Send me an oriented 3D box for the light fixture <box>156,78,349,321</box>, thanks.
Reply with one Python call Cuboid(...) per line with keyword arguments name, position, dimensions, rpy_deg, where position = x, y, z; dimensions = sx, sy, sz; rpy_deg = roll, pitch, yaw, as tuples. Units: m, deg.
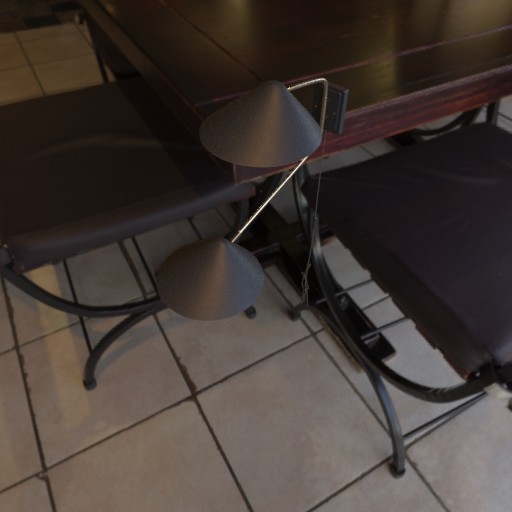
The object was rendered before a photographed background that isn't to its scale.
Cuboid(name="light fixture", position=(0.000, 0.000, 0.861), dimensions=(0.189, 0.665, 0.422), rpy_deg=(33, 54, 28))
